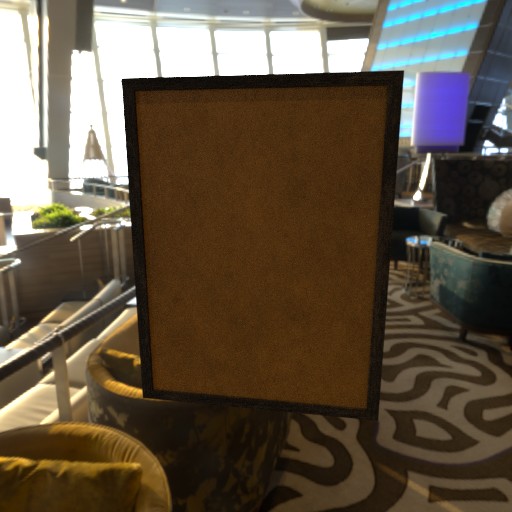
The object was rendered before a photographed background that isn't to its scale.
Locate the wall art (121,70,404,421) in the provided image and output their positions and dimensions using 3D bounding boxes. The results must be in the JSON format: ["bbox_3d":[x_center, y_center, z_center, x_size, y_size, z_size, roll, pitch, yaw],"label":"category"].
[{"bbox_3d":[0.000,0.000,1.396,0.812,1.066,0.029,2,14,9],"label":"wall art"}]
